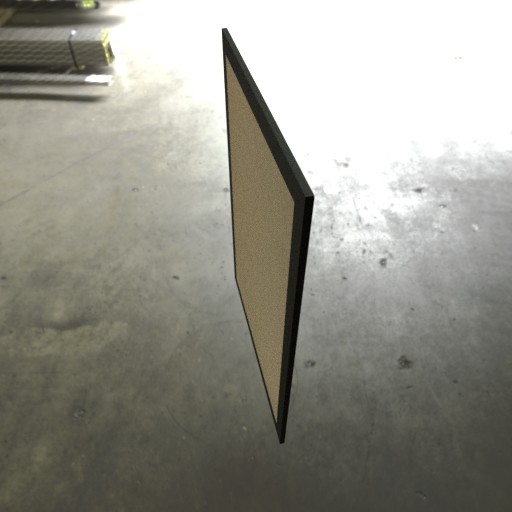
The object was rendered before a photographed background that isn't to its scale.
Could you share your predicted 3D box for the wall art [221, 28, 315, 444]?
[{"bbox_3d":[0.000,0.000,0.680,0.008,0.530,0.379,-10,47,-9],"label":"wall art"}]
